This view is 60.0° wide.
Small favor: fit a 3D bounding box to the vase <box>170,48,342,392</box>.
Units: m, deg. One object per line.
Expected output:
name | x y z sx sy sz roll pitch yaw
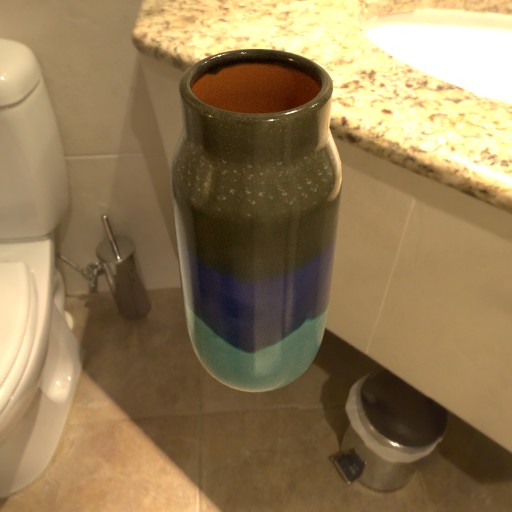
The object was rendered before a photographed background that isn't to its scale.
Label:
vase | 0.000 0.000 0.380 0.139 0.313 0.139 0 47 0
